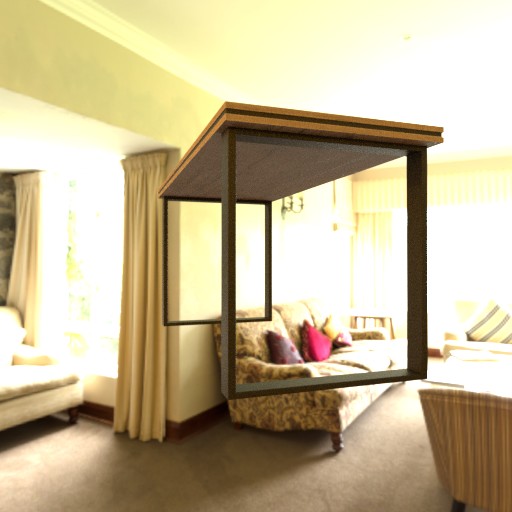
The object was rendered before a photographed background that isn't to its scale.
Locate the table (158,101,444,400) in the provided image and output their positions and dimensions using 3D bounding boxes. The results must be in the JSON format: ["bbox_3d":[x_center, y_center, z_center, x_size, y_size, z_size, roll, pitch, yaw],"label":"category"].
[{"bbox_3d":[0.000,0.000,2.271,0.795,0.899,1.778,0,0,-19],"label":"table"}]
